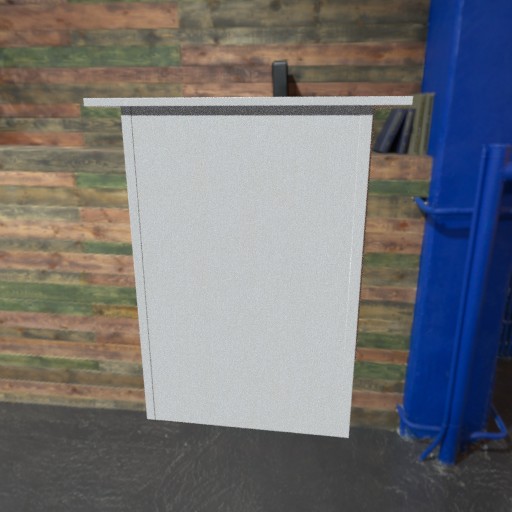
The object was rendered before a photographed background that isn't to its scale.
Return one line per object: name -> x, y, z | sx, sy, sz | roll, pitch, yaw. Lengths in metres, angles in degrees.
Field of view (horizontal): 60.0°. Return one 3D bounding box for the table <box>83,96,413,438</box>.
table -> 0.000, 0.000, 1.080 | 0.589, 0.711, 0.406 | 2, 17, 8
